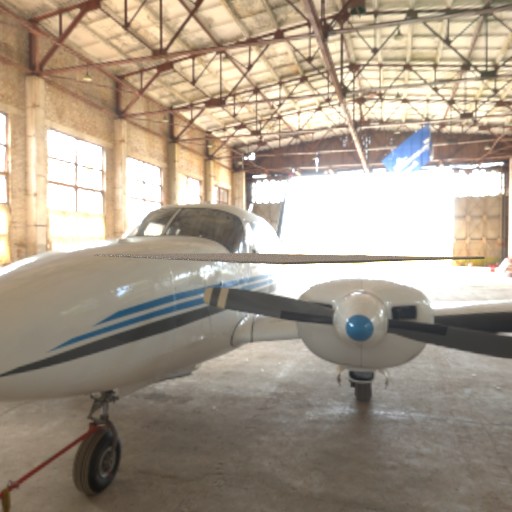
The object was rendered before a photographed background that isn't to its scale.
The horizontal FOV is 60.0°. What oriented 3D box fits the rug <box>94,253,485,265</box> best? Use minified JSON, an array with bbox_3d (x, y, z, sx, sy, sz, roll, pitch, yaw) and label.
[{"bbox_3d":[0.000,0.000,3.136,1.545,0.016,2.460,-1,1,-36],"label":"rug"}]
